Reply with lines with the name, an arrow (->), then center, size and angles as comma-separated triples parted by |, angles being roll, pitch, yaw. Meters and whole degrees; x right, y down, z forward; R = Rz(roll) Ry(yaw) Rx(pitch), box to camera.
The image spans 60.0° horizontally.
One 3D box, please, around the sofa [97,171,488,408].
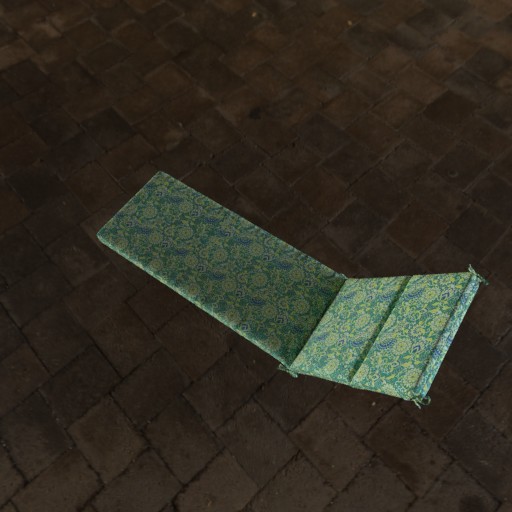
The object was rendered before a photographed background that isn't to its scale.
sofa -> 0.000, 0.000, 1.946 | 1.663, 0.622, 0.582 | 31, 66, 16
